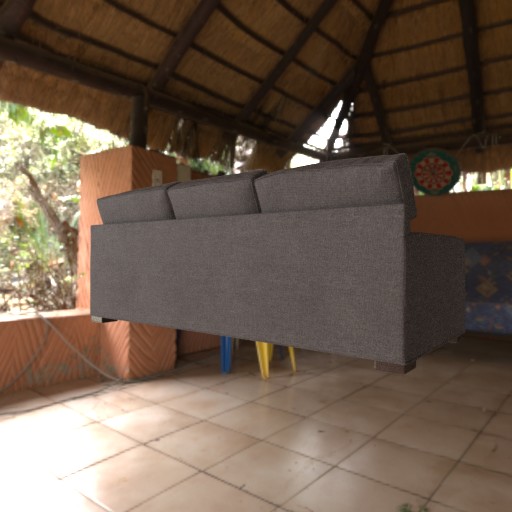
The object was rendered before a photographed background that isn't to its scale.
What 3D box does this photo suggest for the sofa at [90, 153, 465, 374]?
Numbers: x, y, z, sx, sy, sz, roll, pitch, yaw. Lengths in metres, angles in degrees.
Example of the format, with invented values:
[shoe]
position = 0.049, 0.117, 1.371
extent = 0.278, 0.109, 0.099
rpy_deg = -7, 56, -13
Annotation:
[sofa]
position = 0.000, 0.000, 2.944
extent = 2.369, 0.978, 1.004
rpy_deg = 0, 0, 38
